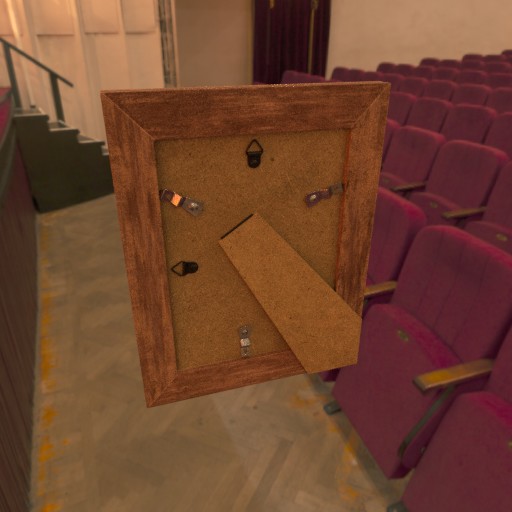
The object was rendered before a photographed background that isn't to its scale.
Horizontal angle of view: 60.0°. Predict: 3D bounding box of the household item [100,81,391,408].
[{"bbox_3d":[0.000,0.000,0.330,0.186,0.237,0.018,-8,28,-16],"label":"household item"}]
